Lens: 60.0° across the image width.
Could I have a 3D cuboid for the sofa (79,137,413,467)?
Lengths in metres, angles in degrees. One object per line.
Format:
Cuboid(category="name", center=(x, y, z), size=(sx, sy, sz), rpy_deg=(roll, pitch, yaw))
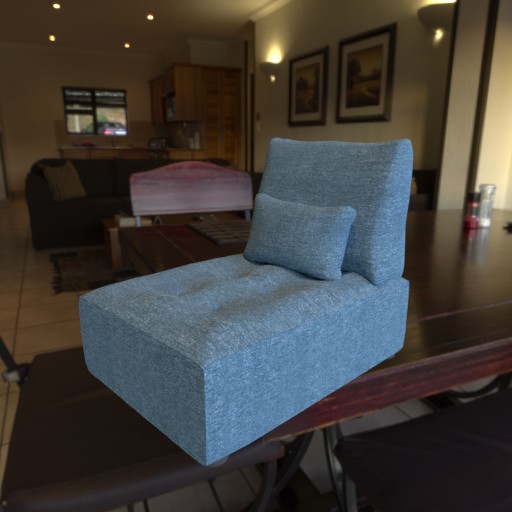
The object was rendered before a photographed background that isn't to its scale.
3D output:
Cuboid(category="sofa", center=(0.000, 0.000, 1.562), size=(1.000, 0.820, 0.700), rpy_deg=(-13, 19, -42))
